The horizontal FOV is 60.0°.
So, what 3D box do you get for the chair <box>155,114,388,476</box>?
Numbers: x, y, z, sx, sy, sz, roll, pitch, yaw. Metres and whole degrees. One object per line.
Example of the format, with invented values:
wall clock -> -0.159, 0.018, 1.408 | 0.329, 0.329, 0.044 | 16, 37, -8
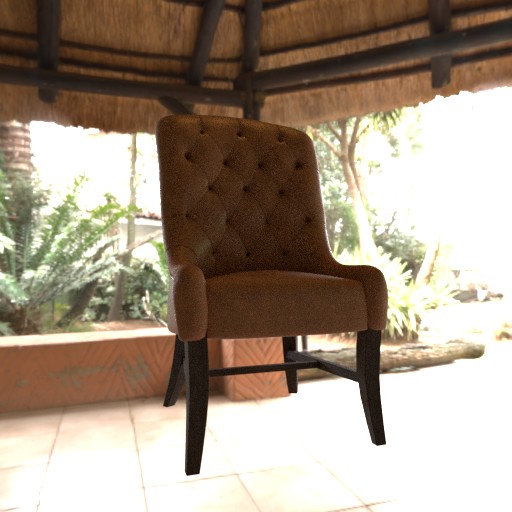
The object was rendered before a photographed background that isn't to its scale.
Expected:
chair -> 0.000, 0.000, 1.478 | 0.634, 1.091, 0.629 | 0, -1, -19
